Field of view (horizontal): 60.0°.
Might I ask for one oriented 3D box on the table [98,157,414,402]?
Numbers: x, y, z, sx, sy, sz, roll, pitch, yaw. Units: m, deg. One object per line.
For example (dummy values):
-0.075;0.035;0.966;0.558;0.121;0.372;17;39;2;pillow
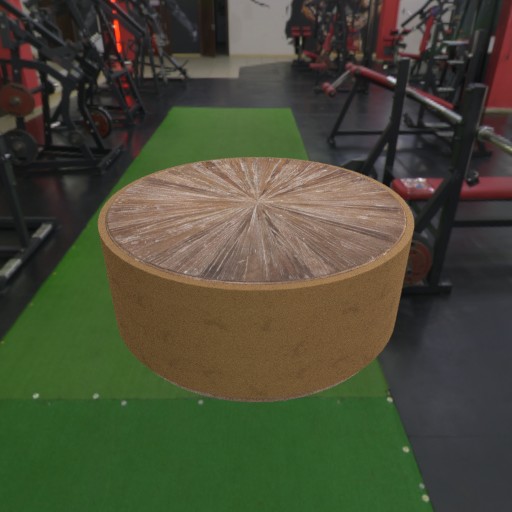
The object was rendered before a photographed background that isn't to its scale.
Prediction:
0.000;0.000;1.566;1.001;0.409;1.001;0;30;0;table
